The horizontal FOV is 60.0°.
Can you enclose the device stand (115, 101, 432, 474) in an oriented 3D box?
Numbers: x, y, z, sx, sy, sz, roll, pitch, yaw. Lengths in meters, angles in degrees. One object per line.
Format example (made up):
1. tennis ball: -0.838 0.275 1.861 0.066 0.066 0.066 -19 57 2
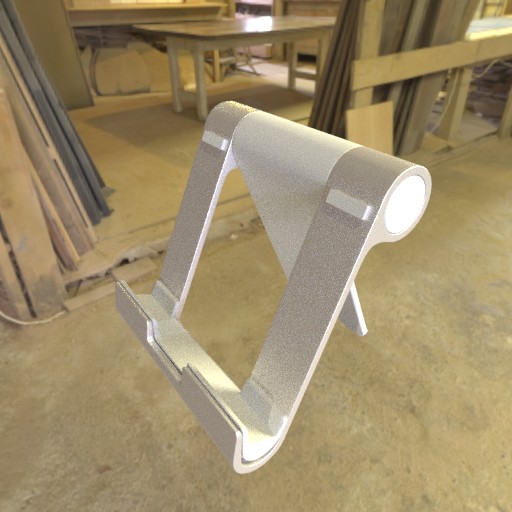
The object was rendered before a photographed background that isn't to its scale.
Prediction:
1. device stand: 0.000 0.000 0.154 0.079 0.084 0.086 -21 38 -30
